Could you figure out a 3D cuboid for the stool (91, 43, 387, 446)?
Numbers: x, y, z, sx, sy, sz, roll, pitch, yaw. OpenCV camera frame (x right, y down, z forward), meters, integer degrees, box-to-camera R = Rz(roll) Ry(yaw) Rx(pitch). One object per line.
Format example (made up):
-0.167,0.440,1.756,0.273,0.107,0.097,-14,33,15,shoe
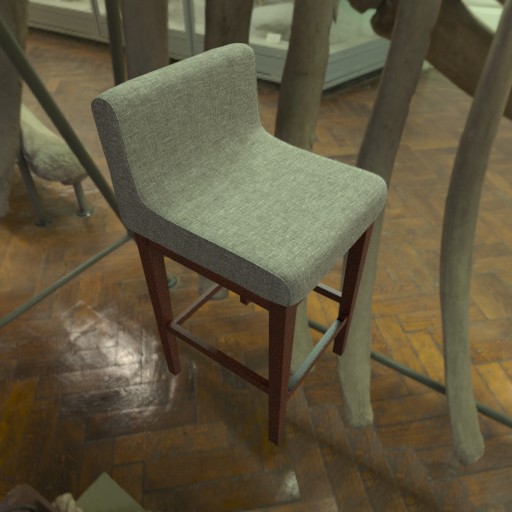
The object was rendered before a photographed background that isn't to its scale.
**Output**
0.000,0.000,1.079,0.459,0.835,0.417,25,47,26,stool
